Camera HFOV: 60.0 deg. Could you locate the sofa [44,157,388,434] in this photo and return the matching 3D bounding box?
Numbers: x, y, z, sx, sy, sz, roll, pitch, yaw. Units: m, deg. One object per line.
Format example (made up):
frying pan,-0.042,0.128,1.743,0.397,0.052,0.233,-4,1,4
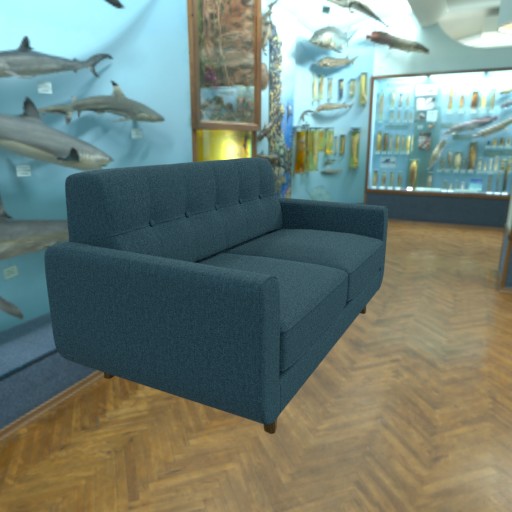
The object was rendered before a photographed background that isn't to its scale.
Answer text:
sofa,0.000,0.000,2.169,0.942,0.896,1.651,8,17,27
